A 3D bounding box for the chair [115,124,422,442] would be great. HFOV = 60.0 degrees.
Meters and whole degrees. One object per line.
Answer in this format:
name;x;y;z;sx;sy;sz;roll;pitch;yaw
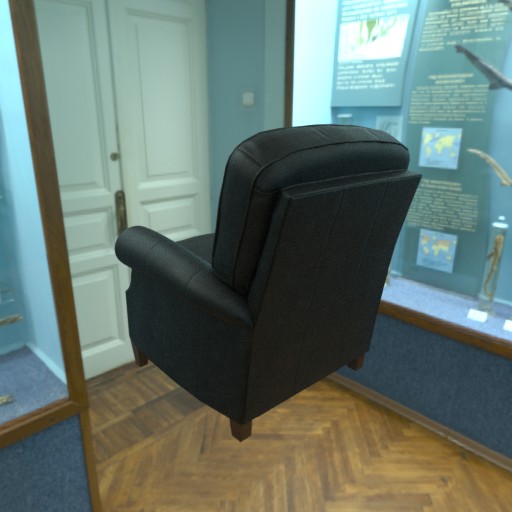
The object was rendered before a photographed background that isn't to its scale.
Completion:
chair;0.000;0.000;1.770;0.936;1.018;0.986;-15;23;-40
